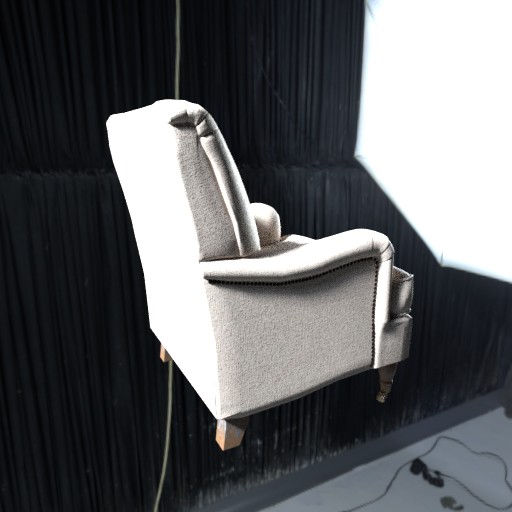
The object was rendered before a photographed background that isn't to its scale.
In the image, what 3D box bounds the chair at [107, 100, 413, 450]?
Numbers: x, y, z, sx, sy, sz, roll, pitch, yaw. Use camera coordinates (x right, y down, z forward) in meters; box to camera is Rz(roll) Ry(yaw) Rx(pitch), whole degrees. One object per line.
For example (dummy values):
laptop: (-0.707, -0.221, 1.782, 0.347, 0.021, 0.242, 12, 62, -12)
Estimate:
chair: (0.000, 0.000, 1.778, 0.953, 1.119, 0.879, -7, 16, -27)
